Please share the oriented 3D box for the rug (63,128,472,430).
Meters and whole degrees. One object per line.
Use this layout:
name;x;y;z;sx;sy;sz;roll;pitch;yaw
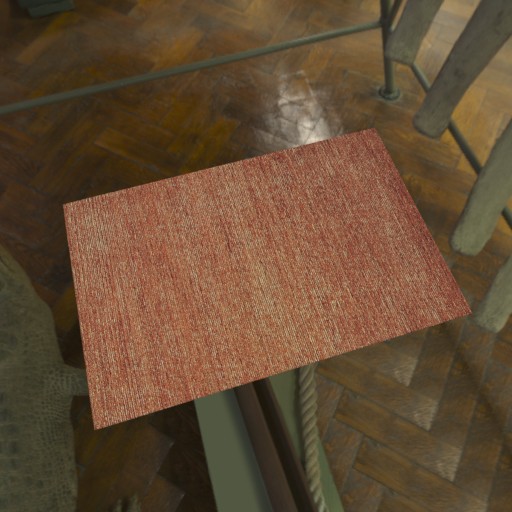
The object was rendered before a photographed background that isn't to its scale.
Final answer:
rug;0.000;0.000;2.172;1.747;0.011;1.139;-15;66;-7
